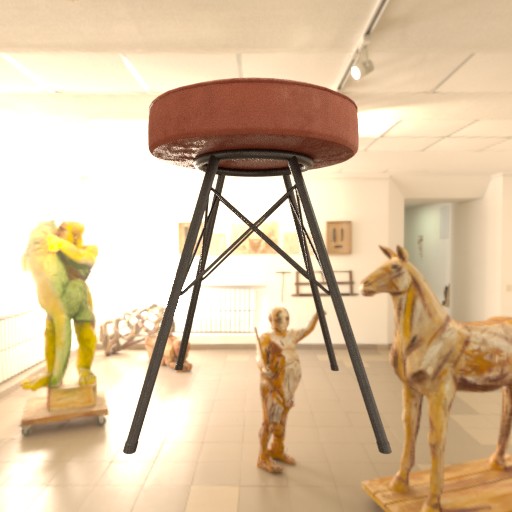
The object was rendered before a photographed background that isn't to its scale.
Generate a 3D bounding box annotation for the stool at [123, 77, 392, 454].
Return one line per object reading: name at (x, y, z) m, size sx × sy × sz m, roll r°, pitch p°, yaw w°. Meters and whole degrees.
stool at (0.000, 0.000, 0.897) m, size 0.421 × 0.593 × 0.457 m, roll 0°, pitch 2°, yaw 0°
